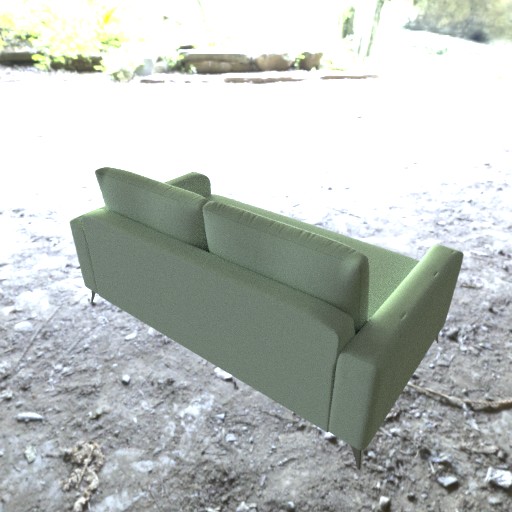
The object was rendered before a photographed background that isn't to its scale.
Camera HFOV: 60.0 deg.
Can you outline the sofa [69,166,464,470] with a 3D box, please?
[{"bbox_3d":[0.000,0.000,2.123,1.650,0.790,0.920,22,37,32],"label":"sofa"}]
